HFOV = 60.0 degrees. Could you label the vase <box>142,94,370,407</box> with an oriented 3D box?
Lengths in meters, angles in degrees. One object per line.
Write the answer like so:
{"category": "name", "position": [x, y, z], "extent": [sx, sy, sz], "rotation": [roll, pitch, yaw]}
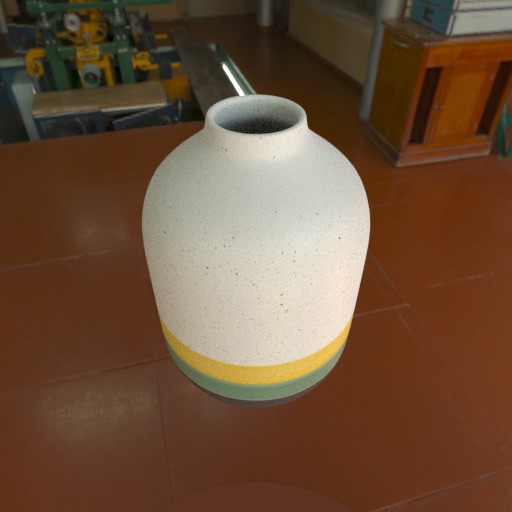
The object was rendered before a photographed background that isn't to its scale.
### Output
{"category": "vase", "position": [0.000, 0.000, 0.359], "extent": [0.169, 0.240, 0.169], "rotation": [0, 41, 0]}
